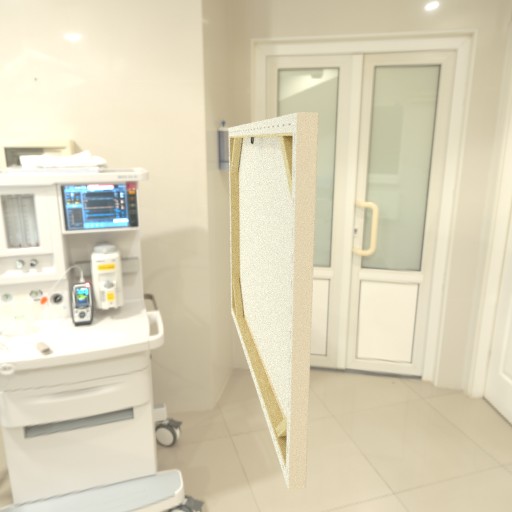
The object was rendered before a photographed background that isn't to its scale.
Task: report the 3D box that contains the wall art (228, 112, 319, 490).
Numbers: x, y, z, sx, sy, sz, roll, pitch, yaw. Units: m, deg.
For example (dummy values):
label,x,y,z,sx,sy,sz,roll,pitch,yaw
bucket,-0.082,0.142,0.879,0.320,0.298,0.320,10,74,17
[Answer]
label,x,y,z,sx,sy,sz,roll,pitch,yaw
wall art,0.000,0.000,1.328,0.038,0.762,1.016,-3,15,-10
